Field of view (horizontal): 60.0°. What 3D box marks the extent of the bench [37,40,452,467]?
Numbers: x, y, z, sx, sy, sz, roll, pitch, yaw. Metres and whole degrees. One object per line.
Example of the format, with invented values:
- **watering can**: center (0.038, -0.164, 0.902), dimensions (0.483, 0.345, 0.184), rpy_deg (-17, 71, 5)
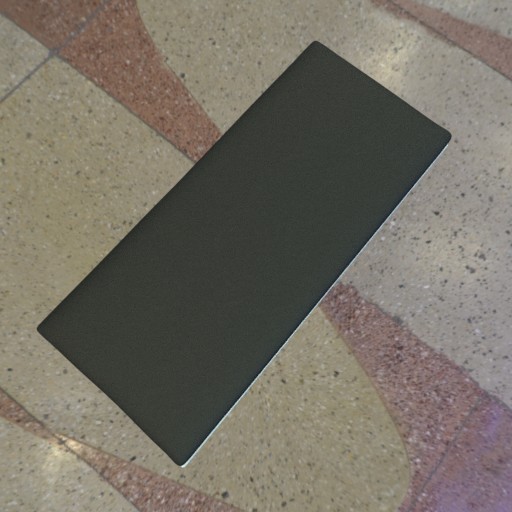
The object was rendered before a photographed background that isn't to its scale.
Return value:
- **bench**: center (0.000, 0.000, 1.161), dimensions (0.401, 0.500, 0.899), rpy_deg (39, 79, 9)
